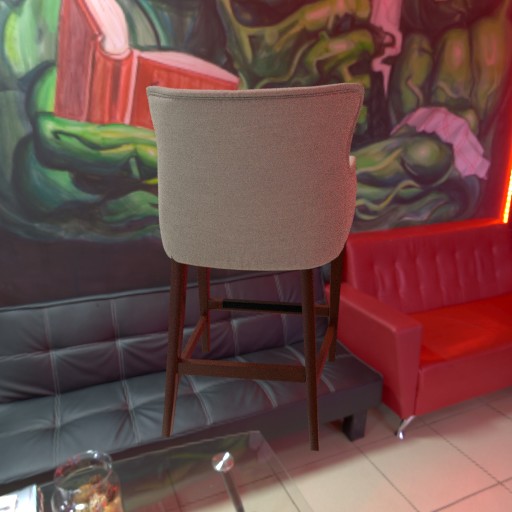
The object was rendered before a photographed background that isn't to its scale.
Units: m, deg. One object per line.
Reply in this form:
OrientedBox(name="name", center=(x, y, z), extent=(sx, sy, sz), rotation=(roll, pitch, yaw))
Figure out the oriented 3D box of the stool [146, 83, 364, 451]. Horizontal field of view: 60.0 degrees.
OrientedBox(name="stool", center=(0.000, 0.000, 1.396), extent=(0.615, 0.987, 0.637), rotation=(2, 16, 9))
